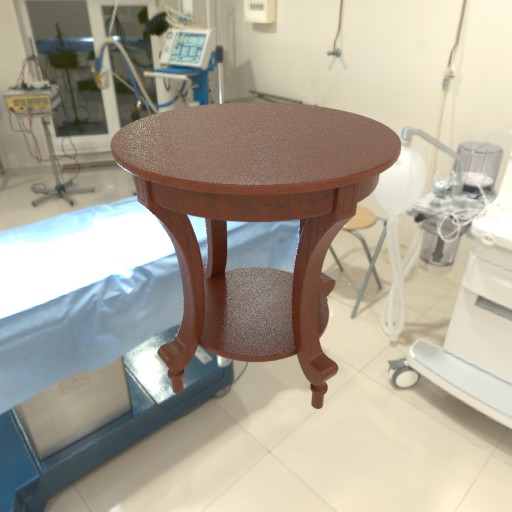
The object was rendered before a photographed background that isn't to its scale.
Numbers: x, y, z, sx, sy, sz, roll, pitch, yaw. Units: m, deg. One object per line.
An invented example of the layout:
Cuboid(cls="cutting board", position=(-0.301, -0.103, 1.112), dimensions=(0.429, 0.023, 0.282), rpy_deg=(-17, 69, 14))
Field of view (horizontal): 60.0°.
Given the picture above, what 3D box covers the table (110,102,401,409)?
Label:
Cuboid(cls="table", position=(0.000, 0.000, 1.099), dimensions=(0.597, 0.612, 0.597), rpy_deg=(0, 31, 0))
